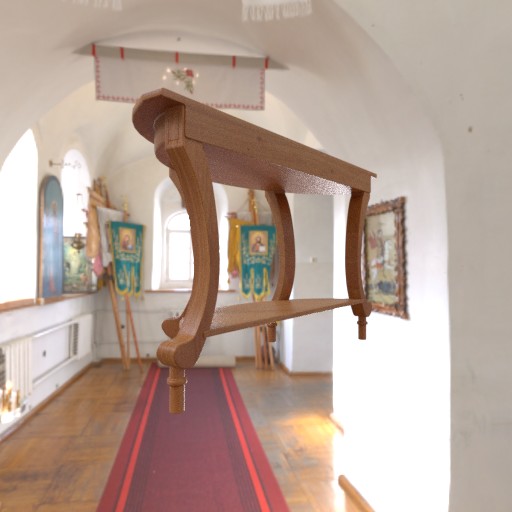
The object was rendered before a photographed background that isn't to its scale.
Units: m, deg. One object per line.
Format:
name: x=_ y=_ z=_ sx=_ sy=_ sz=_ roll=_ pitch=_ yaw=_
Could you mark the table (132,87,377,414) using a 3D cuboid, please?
table: x=0.000 y=0.000 z=1.506 sx=0.394 sy=0.692 sz=1.198 roll=0 pitch=0 yaw=36
